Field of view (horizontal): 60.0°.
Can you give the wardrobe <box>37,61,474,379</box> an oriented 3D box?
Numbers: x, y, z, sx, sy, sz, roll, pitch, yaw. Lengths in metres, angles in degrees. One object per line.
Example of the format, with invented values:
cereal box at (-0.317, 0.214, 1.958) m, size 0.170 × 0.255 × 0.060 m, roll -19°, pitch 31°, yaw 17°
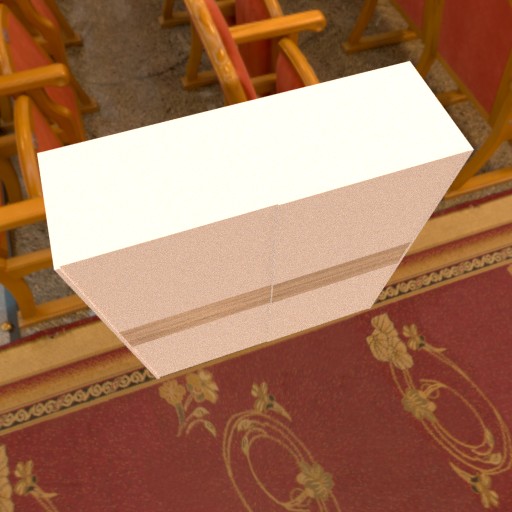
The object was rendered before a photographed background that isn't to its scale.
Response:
wardrobe at (0.000, 0.000, 2.854) m, size 1.830 × 2.020 × 0.600 m, roll -17°, pitch 64°, yaw -8°
